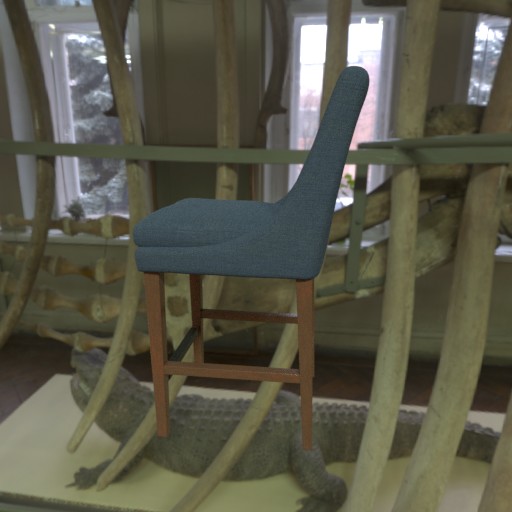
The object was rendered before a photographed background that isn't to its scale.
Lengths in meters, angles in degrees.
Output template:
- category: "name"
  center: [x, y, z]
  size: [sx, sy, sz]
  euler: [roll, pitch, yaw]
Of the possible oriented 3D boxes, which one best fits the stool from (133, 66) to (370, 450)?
- category: "stool"
  center: [0.000, 0.000, 1.309]
  size: [0.577, 0.981, 0.470]
  euler: [2, 15, 8]
